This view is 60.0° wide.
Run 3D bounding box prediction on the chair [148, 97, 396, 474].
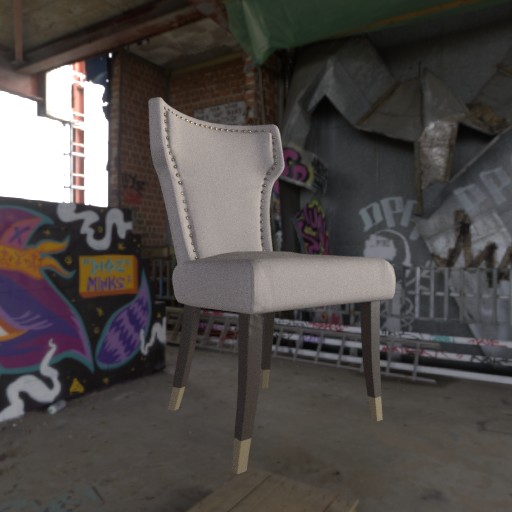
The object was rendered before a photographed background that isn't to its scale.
[{"bbox_3d":[0.000,0.000,1.328,0.526,0.950,0.630,0,1,-38],"label":"chair"}]
